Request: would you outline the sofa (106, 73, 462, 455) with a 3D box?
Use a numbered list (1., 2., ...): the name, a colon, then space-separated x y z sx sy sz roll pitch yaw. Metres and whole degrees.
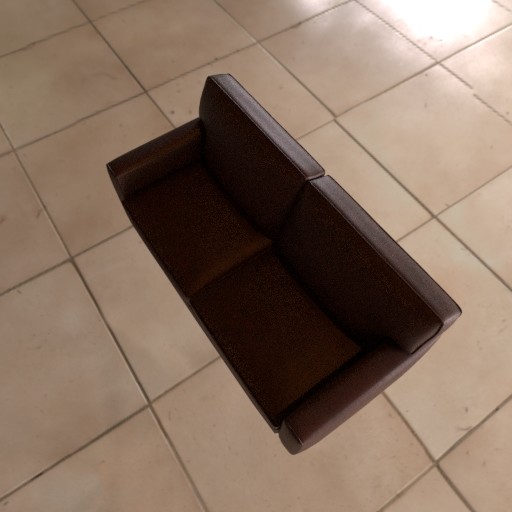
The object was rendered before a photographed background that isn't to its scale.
1. sofa: 0.000 0.000 2.432 0.912 0.928 1.876 -32 66 -16
